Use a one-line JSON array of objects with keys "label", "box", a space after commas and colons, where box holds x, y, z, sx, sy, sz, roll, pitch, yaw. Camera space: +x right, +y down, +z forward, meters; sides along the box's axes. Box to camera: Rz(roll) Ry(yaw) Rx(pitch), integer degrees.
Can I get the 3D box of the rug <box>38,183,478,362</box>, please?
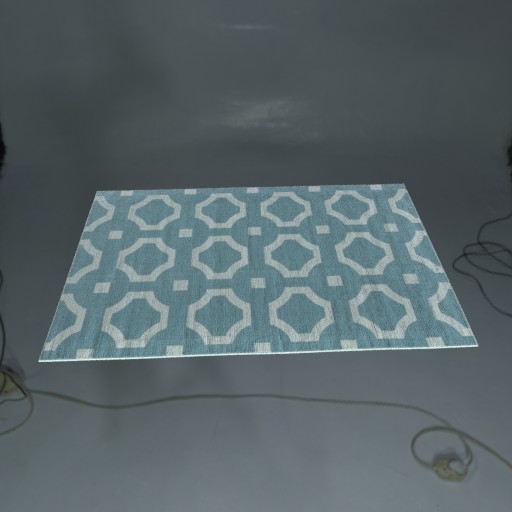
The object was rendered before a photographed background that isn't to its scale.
[{"label": "rug", "box": [0.000, 0.000, 2.989, 2.443, 0.015, 1.528, -2, 45, -2]}]
